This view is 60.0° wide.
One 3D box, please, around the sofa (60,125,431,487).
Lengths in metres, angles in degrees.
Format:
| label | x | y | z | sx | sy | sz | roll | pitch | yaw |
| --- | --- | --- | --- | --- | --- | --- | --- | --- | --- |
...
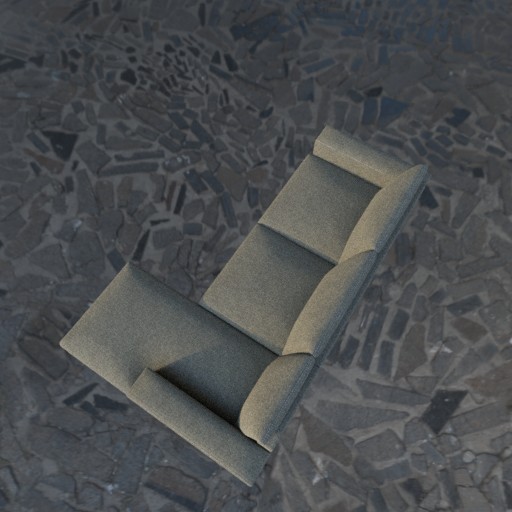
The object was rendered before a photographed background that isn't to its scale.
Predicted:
| label | x | y | z | sx | sy | sz | roll | pitch | yaw |
| --- | --- | --- | --- | --- | --- | --- | --- | --- | --- |
| sofa | 0.000 | 0.000 | 3.457 | 1.689 | 0.940 | 2.718 | 30 | 68 | 14 |
